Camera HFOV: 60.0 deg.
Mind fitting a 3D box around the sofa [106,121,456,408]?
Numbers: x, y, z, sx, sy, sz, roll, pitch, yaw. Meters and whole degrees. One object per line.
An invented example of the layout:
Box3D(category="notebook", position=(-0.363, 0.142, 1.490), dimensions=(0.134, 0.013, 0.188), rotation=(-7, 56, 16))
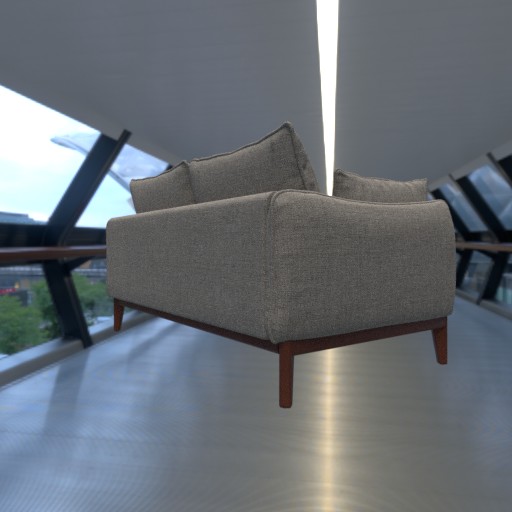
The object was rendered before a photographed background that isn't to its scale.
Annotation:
Box3D(category="sofa", position=(0.000, 0.000, 2.121), dimensions=(0.972, 0.851, 1.580), rotation=(-1, 1, -36))
